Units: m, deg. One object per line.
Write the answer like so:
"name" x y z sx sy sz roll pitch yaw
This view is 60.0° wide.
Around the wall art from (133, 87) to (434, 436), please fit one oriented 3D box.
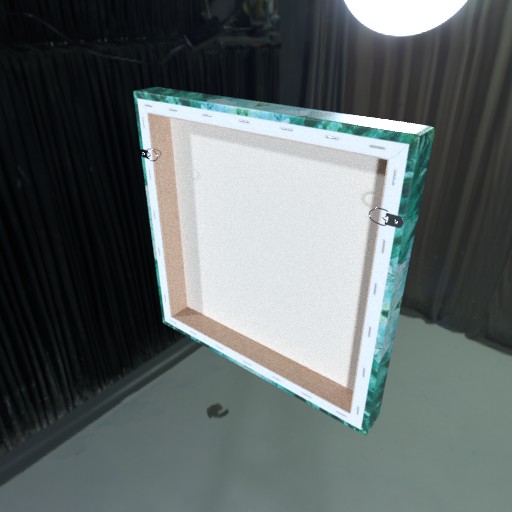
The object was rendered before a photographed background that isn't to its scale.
"wall art" 0.000 0.000 0.479 0.313 0.313 0.033 21 35 32
